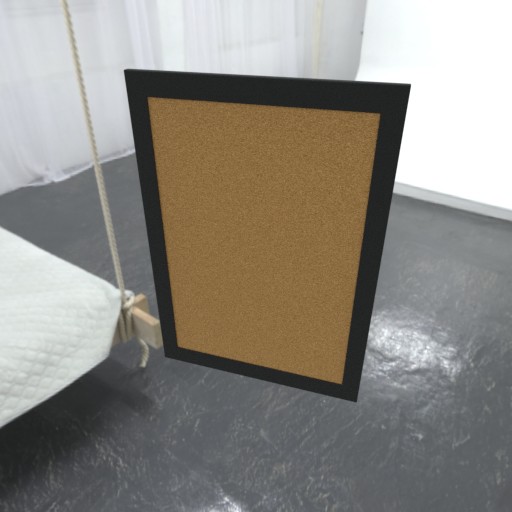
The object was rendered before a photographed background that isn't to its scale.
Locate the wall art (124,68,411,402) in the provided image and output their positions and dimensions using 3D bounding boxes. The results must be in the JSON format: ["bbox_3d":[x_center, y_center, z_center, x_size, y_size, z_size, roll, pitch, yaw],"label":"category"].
[{"bbox_3d":[0.000,0.000,0.694,0.374,0.529,0.012,9,32,15],"label":"wall art"}]
